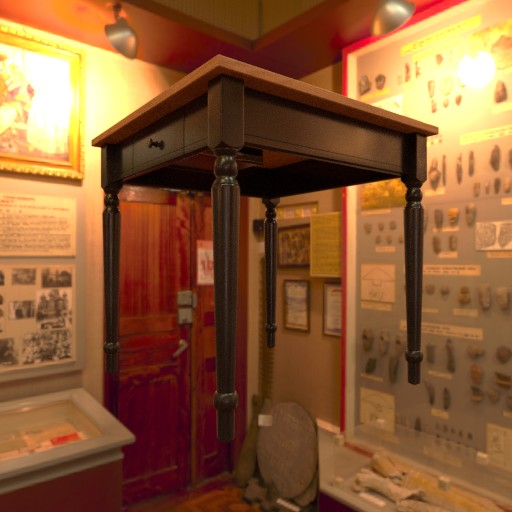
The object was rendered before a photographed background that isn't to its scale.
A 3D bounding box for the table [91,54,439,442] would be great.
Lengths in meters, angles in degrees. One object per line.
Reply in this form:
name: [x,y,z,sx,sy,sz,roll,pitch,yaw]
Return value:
table: [0.000,0.000,1.336,0.747,0.738,0.747,0,0,-37]
